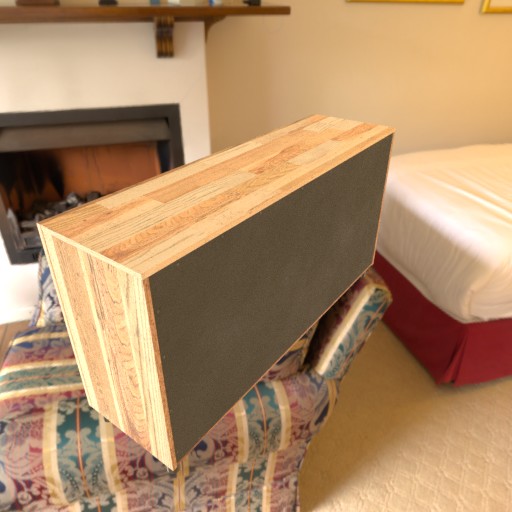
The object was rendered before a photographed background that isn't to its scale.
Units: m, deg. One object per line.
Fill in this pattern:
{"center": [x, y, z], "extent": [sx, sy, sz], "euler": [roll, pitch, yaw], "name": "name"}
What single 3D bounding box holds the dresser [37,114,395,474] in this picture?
{"center": [0.000, 0.000, 1.896], "extent": [0.487, 0.834, 1.547], "euler": [21, 37, 31], "name": "dresser"}
